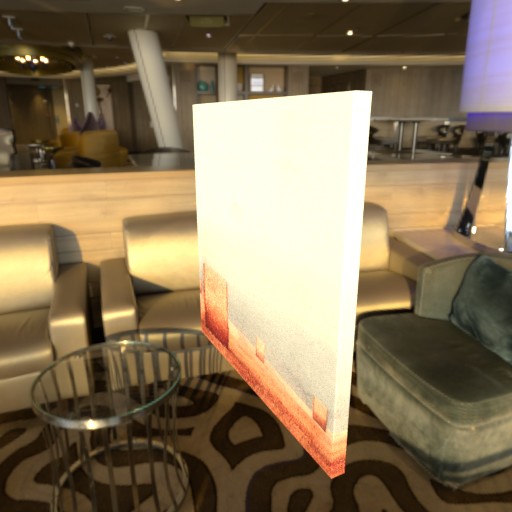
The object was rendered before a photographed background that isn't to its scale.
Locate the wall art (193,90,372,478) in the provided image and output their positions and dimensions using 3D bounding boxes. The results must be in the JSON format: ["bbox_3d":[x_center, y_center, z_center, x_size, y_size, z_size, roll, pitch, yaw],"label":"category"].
[{"bbox_3d":[0.000,0.000,0.911,0.034,0.605,0.605,-9,19,-26],"label":"wall art"}]
